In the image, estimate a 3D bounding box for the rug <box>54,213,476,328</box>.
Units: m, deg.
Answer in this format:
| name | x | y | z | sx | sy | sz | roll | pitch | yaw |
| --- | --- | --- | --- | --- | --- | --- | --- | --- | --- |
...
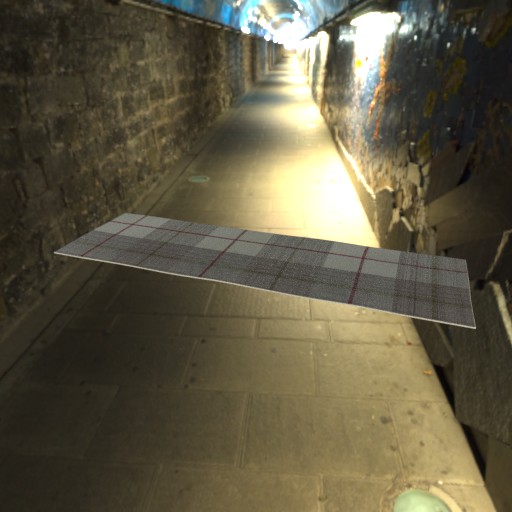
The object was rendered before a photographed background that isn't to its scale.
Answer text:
| name | x | y | z | sx | sy | sz | roll | pitch | yaw |
| --- | --- | --- | --- | --- | --- | --- | --- | --- | --- |
| rug | 0.000 | 0.000 | 2.749 | 2.439 | 0.013 | 0.762 | 9 | 27 | 18 |
